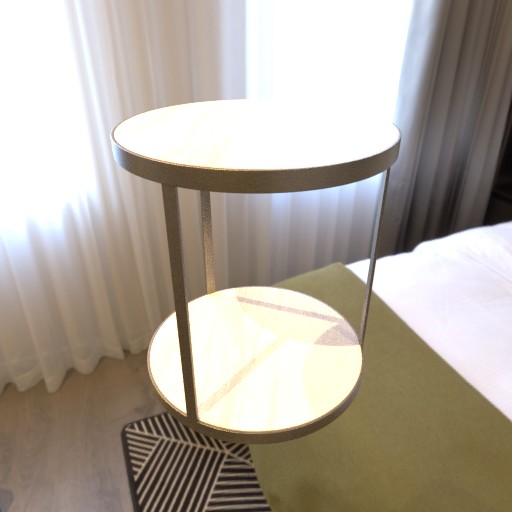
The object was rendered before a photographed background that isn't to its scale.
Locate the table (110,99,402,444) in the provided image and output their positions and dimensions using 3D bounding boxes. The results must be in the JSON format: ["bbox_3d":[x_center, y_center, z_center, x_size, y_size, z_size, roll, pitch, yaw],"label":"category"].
[{"bbox_3d":[0.000,0.000,0.822,0.445,0.479,0.445,0,29,0],"label":"table"}]
